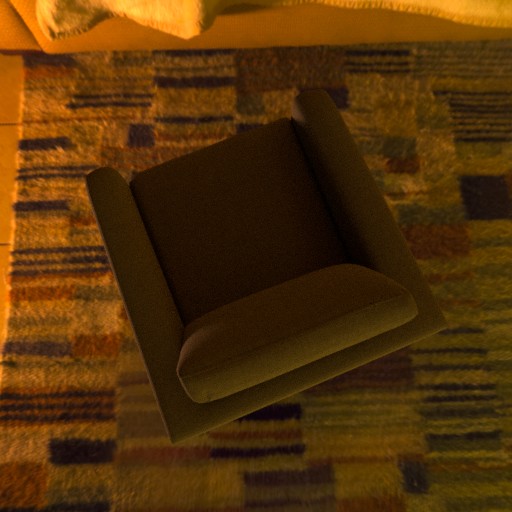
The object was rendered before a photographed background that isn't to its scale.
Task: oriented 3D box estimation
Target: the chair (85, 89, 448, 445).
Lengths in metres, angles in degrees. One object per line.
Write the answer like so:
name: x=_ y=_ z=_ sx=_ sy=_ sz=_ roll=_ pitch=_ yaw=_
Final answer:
chair: x=0.000 y=0.000 z=1.831 sx=1.070 sy=0.847 sz=1.100 roll=-22 pitch=77 yaw=-5
